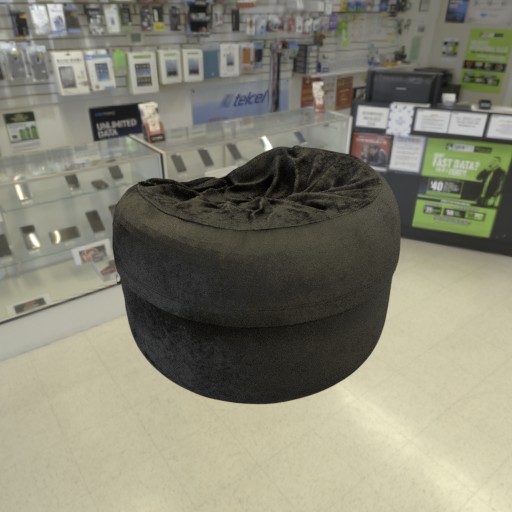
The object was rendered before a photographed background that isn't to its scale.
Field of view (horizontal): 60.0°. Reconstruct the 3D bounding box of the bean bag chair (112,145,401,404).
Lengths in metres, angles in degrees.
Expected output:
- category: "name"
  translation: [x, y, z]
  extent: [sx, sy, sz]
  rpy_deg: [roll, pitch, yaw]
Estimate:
- category: "bean bag chair"
  translation: [0.000, 0.000, 1.519]
  extent: [0.918, 0.605, 0.918]
  rpy_deg: [0, 30, 0]
